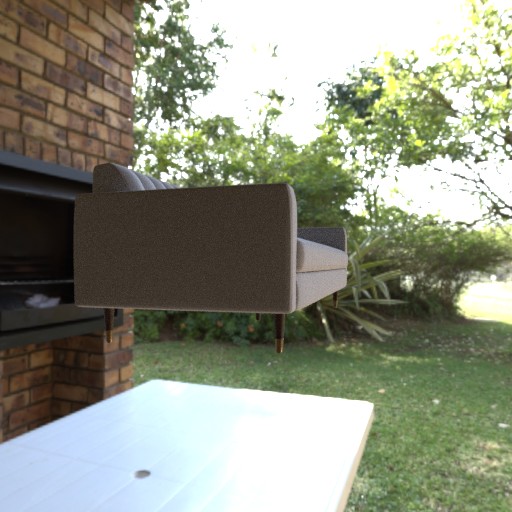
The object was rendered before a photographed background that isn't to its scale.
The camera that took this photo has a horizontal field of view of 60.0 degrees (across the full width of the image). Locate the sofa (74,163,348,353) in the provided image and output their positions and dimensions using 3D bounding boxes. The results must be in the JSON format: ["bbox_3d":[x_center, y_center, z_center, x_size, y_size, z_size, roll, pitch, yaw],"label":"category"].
[{"bbox_3d":[0.000,0.000,2.831,0.990,0.821,2.291,0,-1,17],"label":"sofa"}]
